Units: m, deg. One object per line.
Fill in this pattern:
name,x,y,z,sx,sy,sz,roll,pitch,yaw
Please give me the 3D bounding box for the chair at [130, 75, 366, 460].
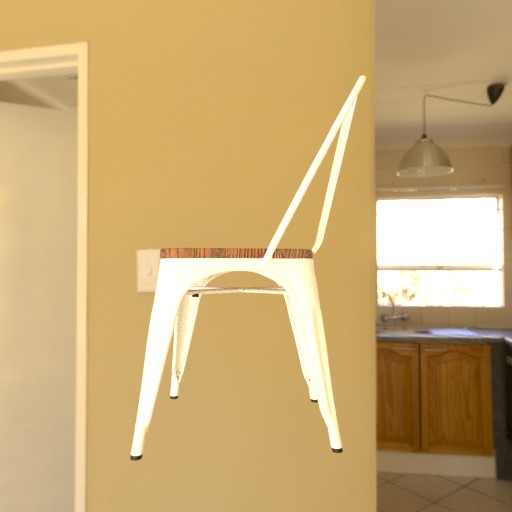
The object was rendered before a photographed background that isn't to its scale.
chair,0.000,0.000,1.145,0.521,0.851,0.452,0,-2,0
